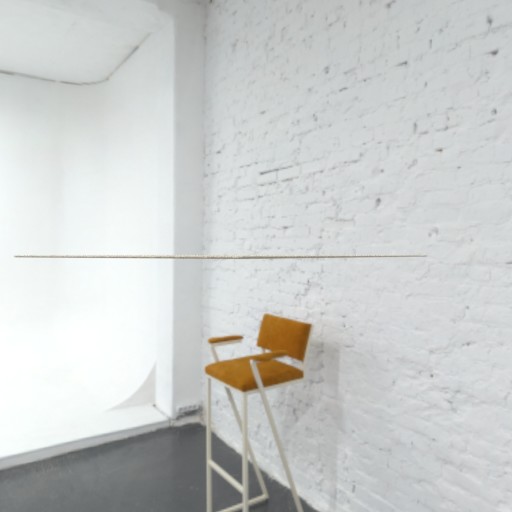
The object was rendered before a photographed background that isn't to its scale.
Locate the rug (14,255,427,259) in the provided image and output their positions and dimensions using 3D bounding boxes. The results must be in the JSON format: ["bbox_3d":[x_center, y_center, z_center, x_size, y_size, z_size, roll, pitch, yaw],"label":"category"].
[{"bbox_3d":[0.000,0.000,2.827,1.524,0.011,2.286,0,0,35],"label":"rug"}]
